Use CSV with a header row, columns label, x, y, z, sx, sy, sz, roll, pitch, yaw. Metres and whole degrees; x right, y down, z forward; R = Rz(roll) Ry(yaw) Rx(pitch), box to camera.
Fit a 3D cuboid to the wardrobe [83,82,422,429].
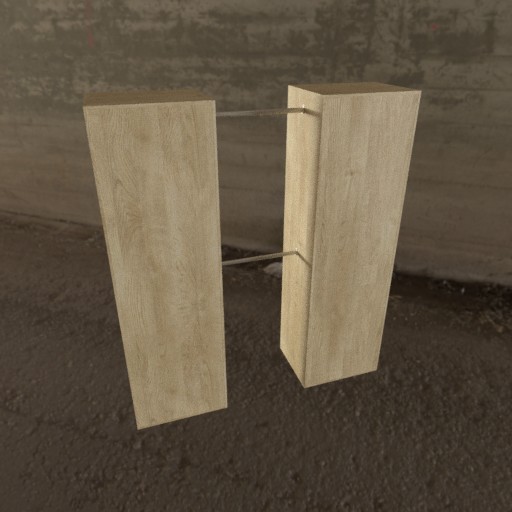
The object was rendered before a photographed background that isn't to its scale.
label,x,y,z,sx,sy,sz,roll,pitch,yaw
wardrobe,0.000,0.000,2.859,1.770,2.000,0.480,-9,28,-16
